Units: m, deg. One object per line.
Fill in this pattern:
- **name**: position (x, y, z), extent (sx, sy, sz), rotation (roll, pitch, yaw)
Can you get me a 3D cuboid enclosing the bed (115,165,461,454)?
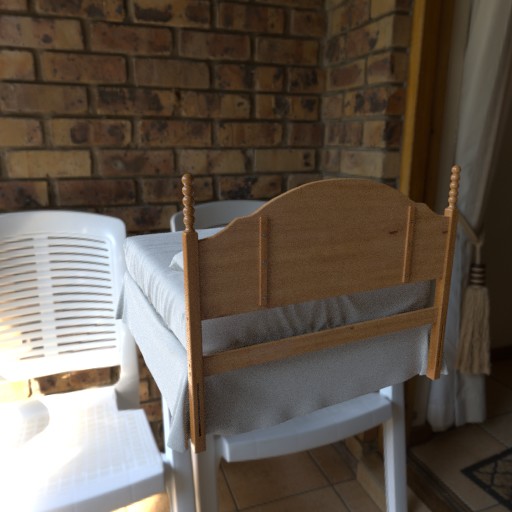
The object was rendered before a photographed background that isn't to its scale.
- **bed**: position (0.000, 0.000, 3.232), extent (1.873, 1.356, 2.040), rotation (-7, 16, -25)
